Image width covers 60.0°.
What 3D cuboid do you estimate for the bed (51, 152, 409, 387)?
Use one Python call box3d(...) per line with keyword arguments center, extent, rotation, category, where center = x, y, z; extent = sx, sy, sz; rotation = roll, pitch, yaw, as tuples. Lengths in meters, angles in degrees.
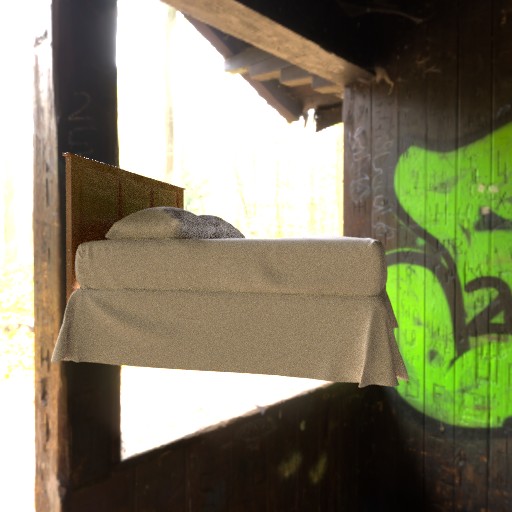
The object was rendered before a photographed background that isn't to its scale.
box3d(center=(0.000, 0.000, 3.233), extent=(2.035, 1.273, 1.870), rotation=(0, 1, 16), category="bed")
